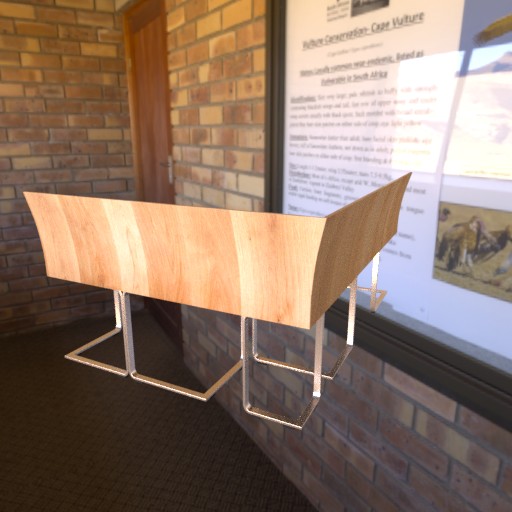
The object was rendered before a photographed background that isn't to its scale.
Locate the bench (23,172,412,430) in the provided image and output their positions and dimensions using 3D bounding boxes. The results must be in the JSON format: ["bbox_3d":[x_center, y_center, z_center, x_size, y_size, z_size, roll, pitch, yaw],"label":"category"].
[{"bbox_3d":[0.000,0.000,2.739,1.495,0.930,1.945,8,17,26],"label":"bench"}]
